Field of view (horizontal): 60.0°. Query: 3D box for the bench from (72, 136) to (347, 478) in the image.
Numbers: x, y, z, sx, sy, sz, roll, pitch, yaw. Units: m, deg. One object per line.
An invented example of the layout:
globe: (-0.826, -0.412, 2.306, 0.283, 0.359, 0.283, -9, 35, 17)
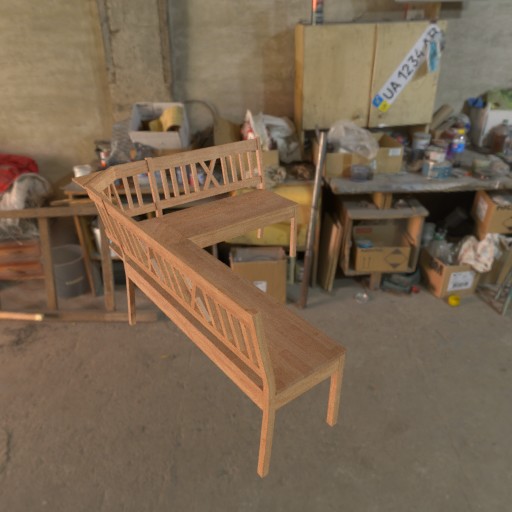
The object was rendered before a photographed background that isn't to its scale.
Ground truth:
bench: (0.000, 0.000, 2.786, 1.537, 0.902, 1.937, -20, 35, -33)
